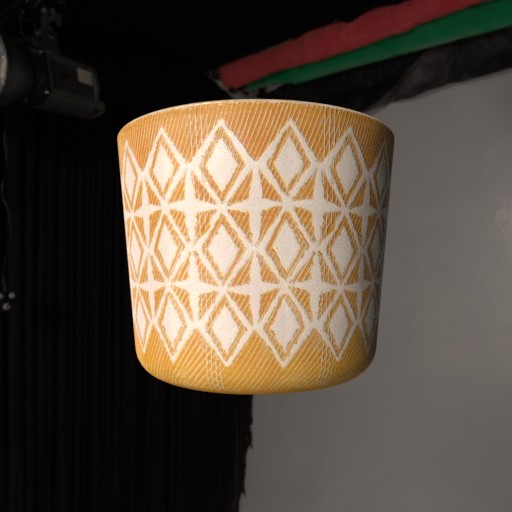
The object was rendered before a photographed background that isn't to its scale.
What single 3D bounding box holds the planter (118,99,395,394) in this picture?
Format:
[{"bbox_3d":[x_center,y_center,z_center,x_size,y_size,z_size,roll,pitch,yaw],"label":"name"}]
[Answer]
[{"bbox_3d":[0.000,0.000,0.211,0.126,0.104,0.126,0,-1,0],"label":"planter"}]
